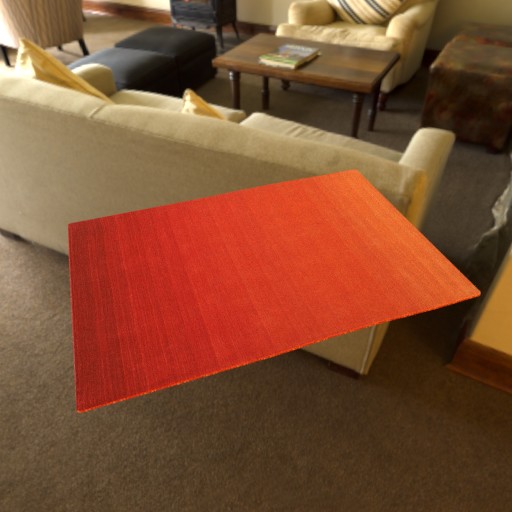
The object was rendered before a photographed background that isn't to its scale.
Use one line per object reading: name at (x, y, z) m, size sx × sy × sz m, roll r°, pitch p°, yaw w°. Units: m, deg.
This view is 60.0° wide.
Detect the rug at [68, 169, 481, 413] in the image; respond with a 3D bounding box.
rug at (0.000, 0.000, 2.301) m, size 1.835 × 0.018 × 1.230 m, roll -13°, pitch 43°, yaw -14°
